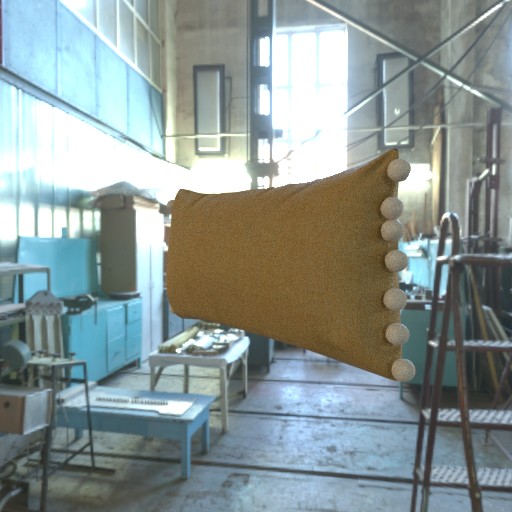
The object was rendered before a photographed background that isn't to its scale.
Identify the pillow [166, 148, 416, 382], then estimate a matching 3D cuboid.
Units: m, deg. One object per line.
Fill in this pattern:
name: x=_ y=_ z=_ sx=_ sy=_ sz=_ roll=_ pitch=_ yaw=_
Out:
pillow: x=0.000 y=0.000 z=0.842 sx=0.201 sy=0.322 sz=0.709 roll=-1 pitch=2 yaw=-35
